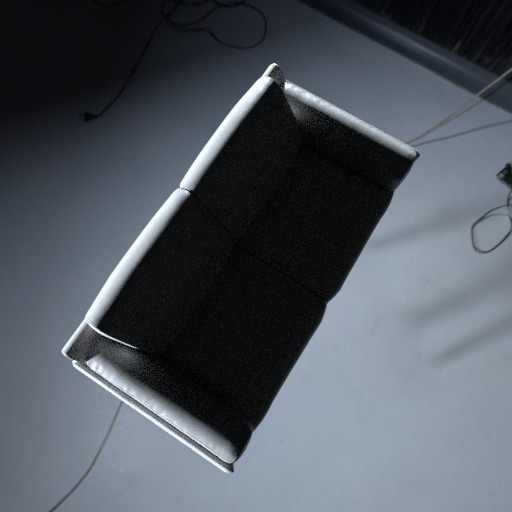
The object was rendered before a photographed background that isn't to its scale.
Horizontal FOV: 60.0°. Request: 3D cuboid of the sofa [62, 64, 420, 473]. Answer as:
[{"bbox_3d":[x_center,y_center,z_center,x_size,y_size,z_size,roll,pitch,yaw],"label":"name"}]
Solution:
[{"bbox_3d":[0.000,0.000,2.605,1.049,0.930,2.101,31,77,8],"label":"sofa"}]
